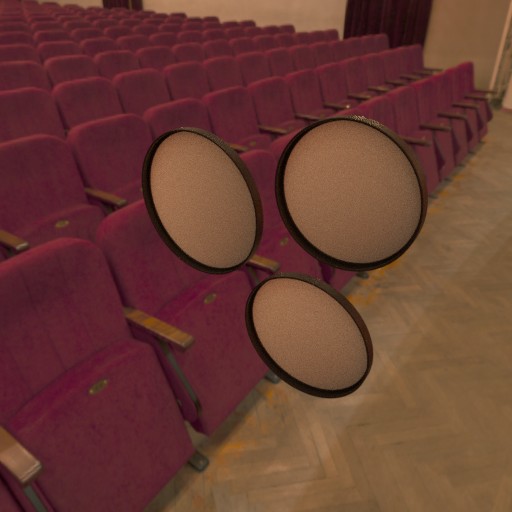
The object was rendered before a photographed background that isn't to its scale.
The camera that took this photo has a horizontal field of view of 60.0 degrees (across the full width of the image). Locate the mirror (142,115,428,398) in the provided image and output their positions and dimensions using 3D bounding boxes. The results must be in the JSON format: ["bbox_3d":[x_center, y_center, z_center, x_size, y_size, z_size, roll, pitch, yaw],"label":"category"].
[{"bbox_3d":[0.000,0.000,3.165,2.160,2.096,0.076,19,35,30],"label":"mirror"}]
